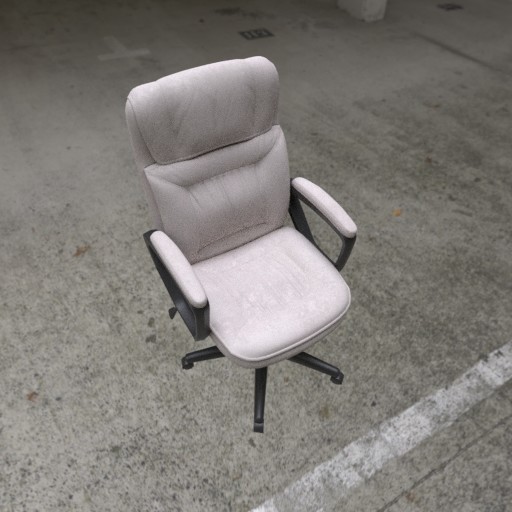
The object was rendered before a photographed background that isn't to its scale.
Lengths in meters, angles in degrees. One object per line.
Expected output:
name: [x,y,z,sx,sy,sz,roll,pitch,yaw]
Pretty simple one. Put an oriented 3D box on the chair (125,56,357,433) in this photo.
chair: [0.000,0.000,1.556,0.667,1.105,0.724,-24,51,-21]
